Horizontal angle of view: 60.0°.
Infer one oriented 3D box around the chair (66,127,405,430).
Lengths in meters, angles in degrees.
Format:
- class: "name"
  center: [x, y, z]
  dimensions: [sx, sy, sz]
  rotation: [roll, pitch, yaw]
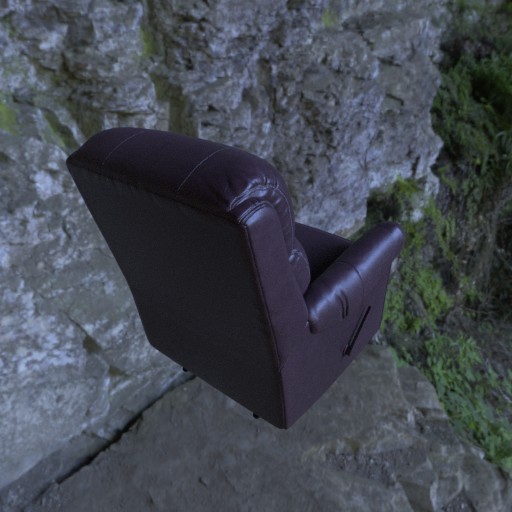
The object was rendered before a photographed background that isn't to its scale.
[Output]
- class: "chair"
  center: [0.000, 0.000, 1.735]
  dimensions: [0.838, 1.054, 1.014]
  rotation: [22, 36, 33]
